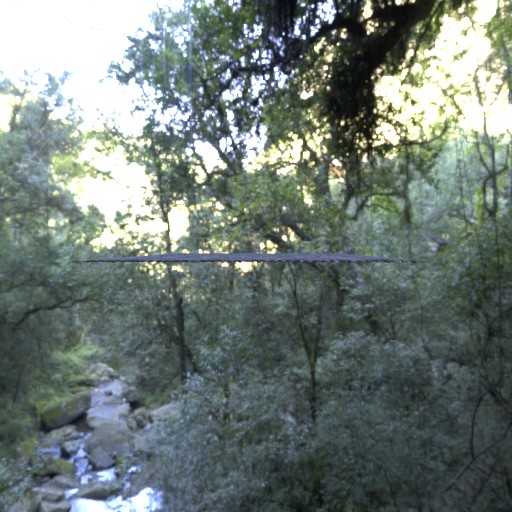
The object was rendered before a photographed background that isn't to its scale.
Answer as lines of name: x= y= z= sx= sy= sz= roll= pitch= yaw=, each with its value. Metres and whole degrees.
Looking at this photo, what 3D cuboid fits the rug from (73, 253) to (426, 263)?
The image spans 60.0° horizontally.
rug: x=0.000 y=0.000 z=3.057 sx=1.524 sy=0.011 sz=2.438 roll=0 pitch=1 yaw=1
